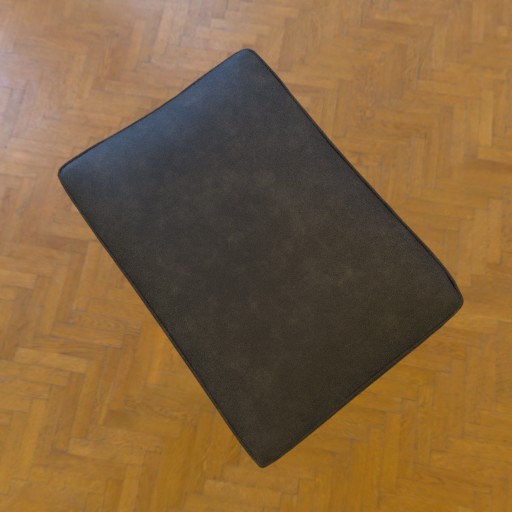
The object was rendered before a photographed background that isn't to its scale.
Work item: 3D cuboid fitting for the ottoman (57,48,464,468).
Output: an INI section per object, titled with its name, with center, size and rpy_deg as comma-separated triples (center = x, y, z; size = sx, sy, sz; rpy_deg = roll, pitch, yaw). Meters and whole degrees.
[ottoman]
center = 0.000, 0.000, 0.964
size = 0.501, 0.413, 0.665
rpy_deg = -36, 79, -8
